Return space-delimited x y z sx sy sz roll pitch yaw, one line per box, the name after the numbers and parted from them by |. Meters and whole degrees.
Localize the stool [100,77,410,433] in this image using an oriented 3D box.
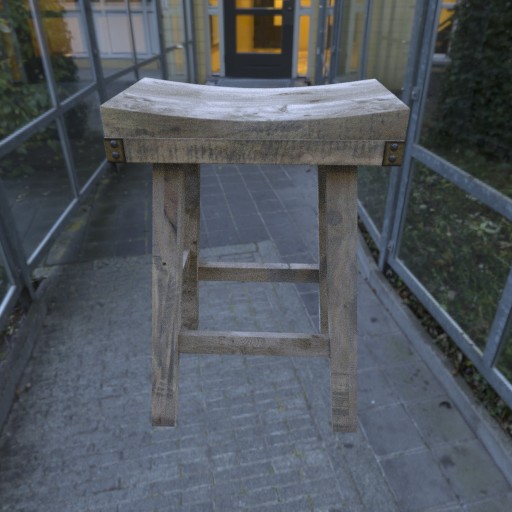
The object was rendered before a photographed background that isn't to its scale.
0.000 0.000 0.894 0.450 0.635 0.330 1 31 2 | stool
